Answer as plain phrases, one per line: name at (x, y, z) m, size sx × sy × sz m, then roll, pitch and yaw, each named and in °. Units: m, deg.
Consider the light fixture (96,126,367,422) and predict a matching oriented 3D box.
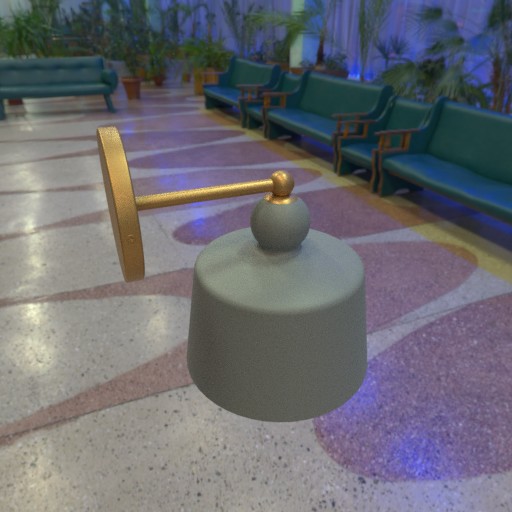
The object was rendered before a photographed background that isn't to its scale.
light fixture at (0.000, 0.000, 0.437) m, size 0.254 × 0.268 × 0.204 m, roll -11°, pitch 31°, yaw -19°
